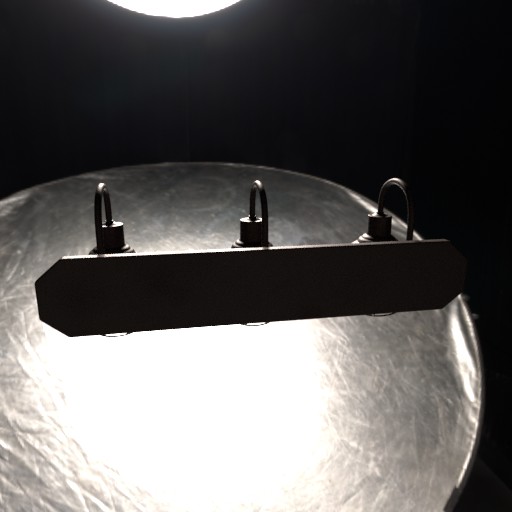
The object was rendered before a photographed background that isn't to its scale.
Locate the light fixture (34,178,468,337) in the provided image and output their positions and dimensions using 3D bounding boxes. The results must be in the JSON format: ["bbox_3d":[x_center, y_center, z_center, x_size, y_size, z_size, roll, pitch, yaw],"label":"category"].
[{"bbox_3d":[0.000,0.000,0.747,0.634,0.254,0.229,-3,15,-10],"label":"light fixture"}]
